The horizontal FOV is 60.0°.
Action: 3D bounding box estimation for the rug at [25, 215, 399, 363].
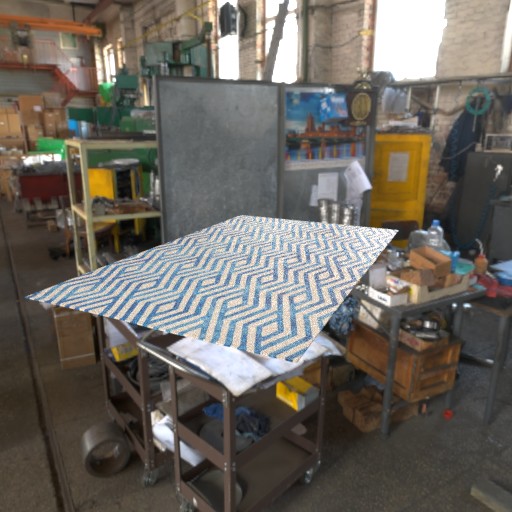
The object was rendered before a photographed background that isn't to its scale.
[{"bbox_3d":[0.000,0.000,3.065,1.531,0.008,2.439,8,18,25],"label":"rug"}]
